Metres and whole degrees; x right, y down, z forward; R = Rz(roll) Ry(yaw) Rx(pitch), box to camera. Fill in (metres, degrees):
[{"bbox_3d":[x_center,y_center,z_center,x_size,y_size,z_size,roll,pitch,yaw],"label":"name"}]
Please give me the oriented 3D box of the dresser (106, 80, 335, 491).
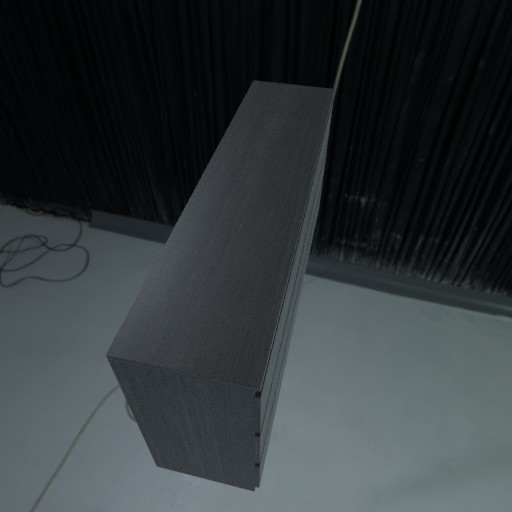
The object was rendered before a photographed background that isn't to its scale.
[{"bbox_3d":[0.000,0.000,1.903,0.400,0.795,1.590,10,47,9],"label":"dresser"}]
